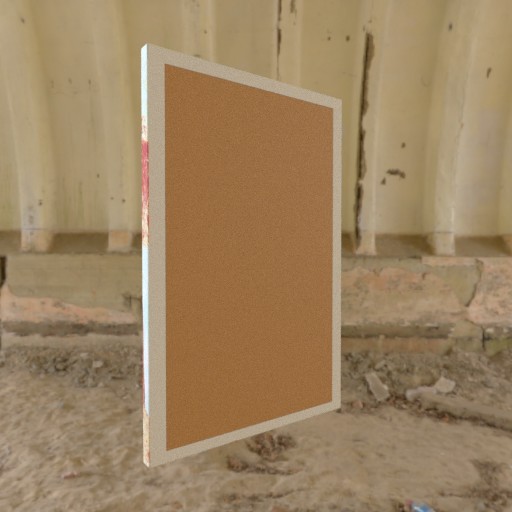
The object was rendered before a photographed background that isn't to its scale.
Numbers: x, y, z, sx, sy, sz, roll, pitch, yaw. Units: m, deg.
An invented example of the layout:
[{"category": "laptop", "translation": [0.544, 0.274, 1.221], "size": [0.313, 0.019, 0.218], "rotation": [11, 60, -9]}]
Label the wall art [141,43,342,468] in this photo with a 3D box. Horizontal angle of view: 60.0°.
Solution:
[{"category": "wall art", "translation": [0.000, 0.000, 1.145], "size": [0.605, 0.915, 0.037], "rotation": [-1, 2, -37]}]
